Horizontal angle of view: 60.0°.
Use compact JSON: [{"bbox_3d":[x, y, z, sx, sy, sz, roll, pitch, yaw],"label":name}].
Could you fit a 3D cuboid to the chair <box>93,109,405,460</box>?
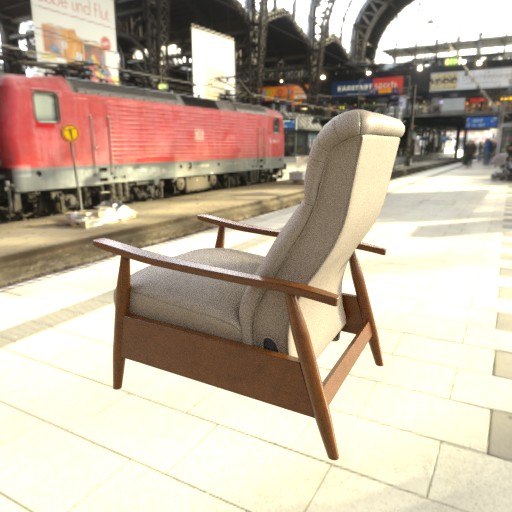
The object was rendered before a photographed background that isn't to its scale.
[{"bbox_3d":[0.000,0.000,1.815,1.032,1.082,0.762,7,16,26],"label":"chair"}]
